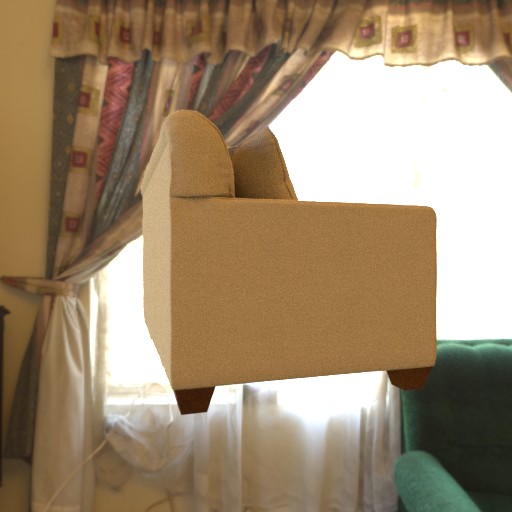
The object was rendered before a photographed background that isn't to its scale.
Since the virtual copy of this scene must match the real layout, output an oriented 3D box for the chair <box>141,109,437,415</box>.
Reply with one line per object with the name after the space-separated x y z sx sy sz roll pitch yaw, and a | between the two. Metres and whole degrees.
0.000 0.000 2.089 1.000 0.948 1.383 0 0 -18 | chair
